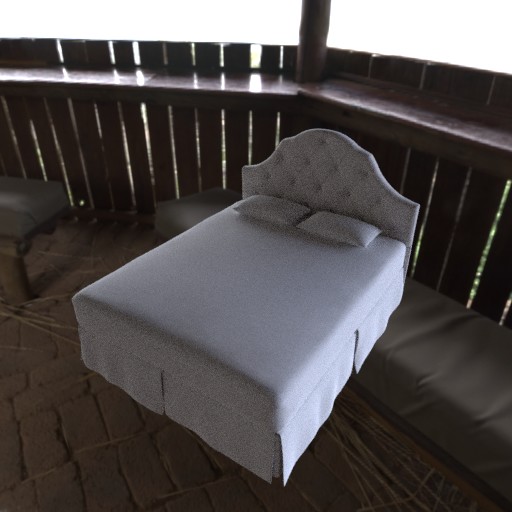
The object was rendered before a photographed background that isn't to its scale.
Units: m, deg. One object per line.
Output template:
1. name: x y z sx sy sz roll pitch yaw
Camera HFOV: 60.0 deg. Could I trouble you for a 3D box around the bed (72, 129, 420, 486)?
1. bed: 0.000 0.000 3.769 2.039 1.617 2.477 19 35 29
